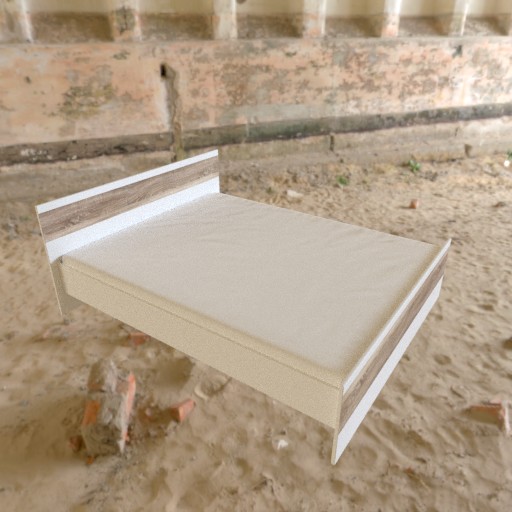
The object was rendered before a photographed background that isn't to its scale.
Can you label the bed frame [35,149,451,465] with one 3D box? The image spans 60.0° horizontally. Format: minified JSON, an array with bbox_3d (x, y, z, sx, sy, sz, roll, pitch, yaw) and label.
[{"bbox_3d":[0.000,0.000,2.963,2.060,0.800,1.720,18,32,31],"label":"bed frame"}]
